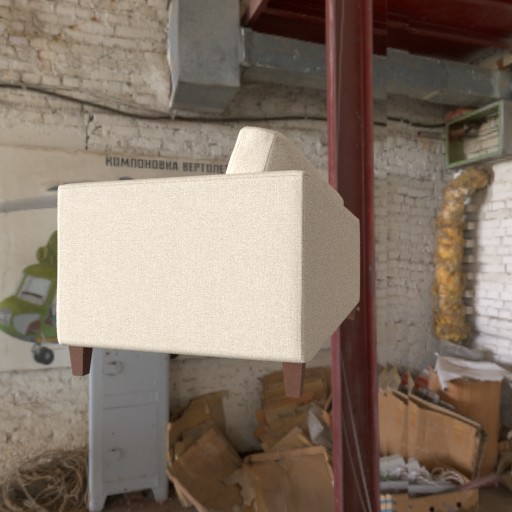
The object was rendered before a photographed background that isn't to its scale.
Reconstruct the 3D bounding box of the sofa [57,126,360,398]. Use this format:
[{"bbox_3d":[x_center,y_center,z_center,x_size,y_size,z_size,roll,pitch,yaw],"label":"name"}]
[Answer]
[{"bbox_3d":[0.000,0.000,2.404,0.965,0.889,1.981,0,0,18],"label":"sofa"}]
